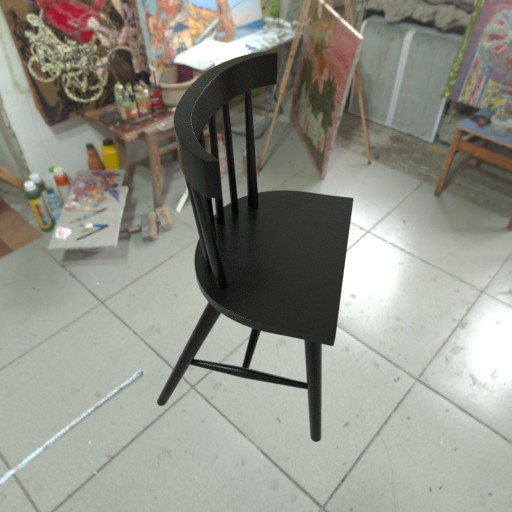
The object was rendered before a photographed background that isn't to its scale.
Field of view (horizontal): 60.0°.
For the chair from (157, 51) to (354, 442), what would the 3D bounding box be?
[{"bbox_3d":[0.000,0.000,1.131,0.483,0.844,0.506,9,45,9],"label":"chair"}]
